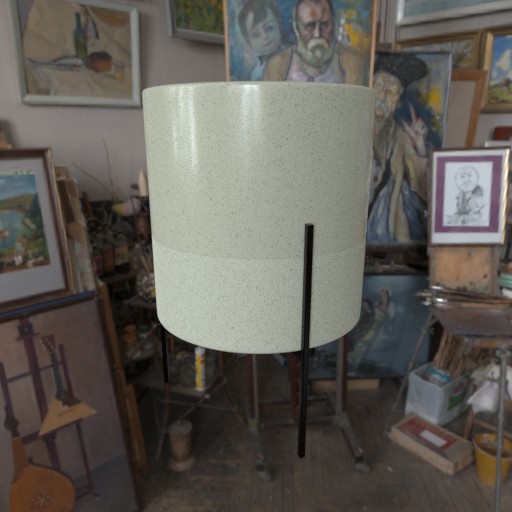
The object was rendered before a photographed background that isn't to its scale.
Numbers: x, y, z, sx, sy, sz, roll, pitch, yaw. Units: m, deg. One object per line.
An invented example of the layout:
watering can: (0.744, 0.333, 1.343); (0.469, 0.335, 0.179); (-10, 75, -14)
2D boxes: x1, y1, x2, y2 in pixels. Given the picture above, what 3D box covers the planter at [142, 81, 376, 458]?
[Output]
planter: (0.000, 0.000, 0.680); (0.323, 0.475, 0.314); (3, 17, 10)
